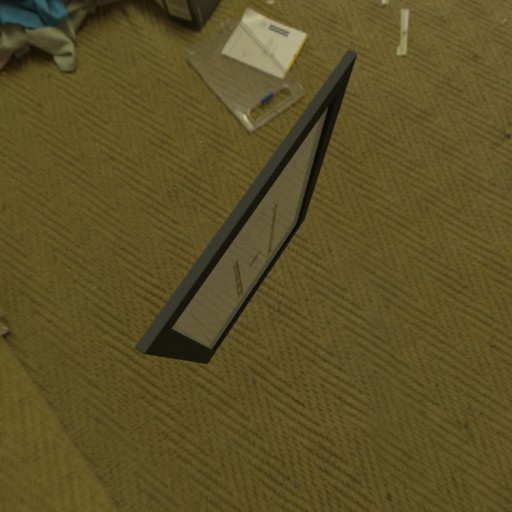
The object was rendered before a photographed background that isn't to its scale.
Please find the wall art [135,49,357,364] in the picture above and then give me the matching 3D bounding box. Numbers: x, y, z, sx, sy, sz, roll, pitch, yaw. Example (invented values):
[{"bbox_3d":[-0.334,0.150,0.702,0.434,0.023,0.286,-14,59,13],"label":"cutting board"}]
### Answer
[{"bbox_3d":[0.000,0.000,0.687,0.012,0.529,0.374,33,78,8],"label":"wall art"}]
